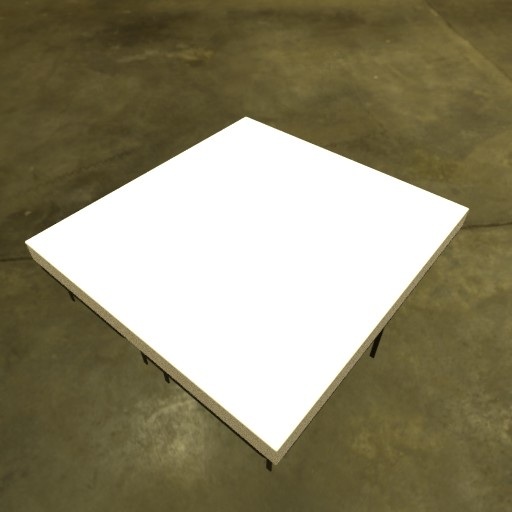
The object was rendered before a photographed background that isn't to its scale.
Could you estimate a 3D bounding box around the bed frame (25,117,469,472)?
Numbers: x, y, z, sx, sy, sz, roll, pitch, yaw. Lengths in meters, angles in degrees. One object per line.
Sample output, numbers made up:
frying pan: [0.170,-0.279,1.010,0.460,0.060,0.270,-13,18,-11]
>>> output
bed frame: [0.000,0.000,2.972,1.930,0.559,2.032,31,52,27]
